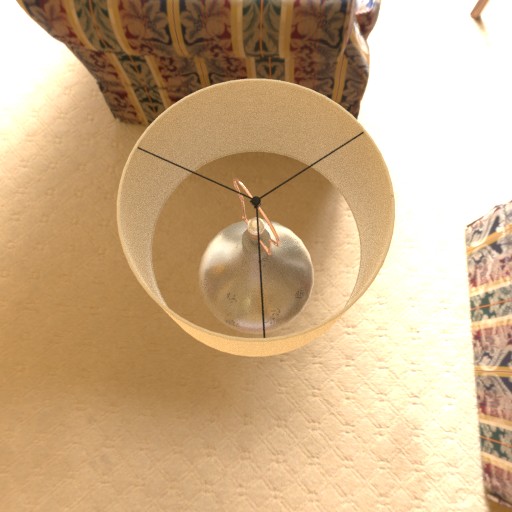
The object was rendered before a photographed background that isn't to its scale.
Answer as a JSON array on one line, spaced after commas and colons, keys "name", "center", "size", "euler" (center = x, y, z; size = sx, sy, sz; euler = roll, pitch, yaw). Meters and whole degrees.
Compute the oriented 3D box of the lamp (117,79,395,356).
[{"name": "lamp", "center": [0.000, 0.000, 0.741], "size": [0.330, 0.521, 0.330], "euler": [0, 76, 0]}]
